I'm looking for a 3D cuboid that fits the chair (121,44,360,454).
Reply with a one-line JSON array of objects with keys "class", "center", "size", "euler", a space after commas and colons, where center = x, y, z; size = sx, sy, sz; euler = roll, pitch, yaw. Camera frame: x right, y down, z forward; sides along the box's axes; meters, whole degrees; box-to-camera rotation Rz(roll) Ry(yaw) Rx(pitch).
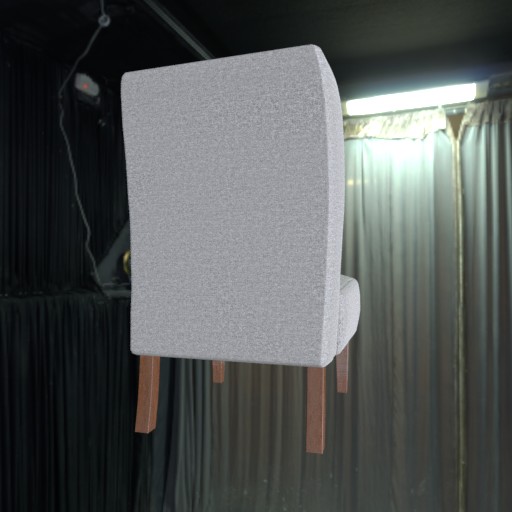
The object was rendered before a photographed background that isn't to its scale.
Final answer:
[{"class": "chair", "center": [0.000, 0.000, 1.177], "size": [0.513, 0.804, 0.592], "euler": [0, -1, 16]}]
